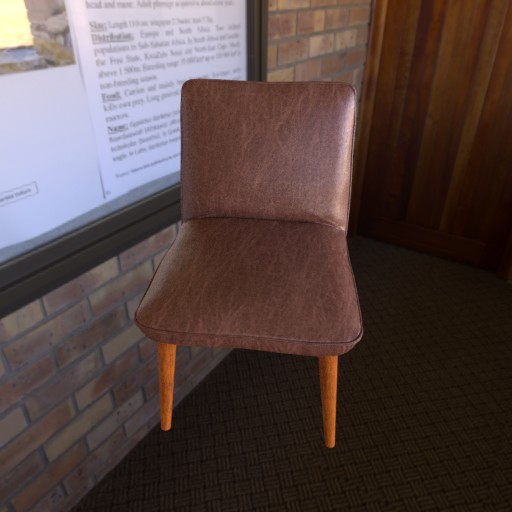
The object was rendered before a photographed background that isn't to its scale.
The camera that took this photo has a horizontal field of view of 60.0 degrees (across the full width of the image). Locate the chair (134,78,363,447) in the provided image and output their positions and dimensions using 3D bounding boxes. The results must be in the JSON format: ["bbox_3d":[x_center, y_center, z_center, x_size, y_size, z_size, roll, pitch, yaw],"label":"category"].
[{"bbox_3d":[0.000,0.000,1.194,0.543,0.803,0.645,1,31,2],"label":"chair"}]
